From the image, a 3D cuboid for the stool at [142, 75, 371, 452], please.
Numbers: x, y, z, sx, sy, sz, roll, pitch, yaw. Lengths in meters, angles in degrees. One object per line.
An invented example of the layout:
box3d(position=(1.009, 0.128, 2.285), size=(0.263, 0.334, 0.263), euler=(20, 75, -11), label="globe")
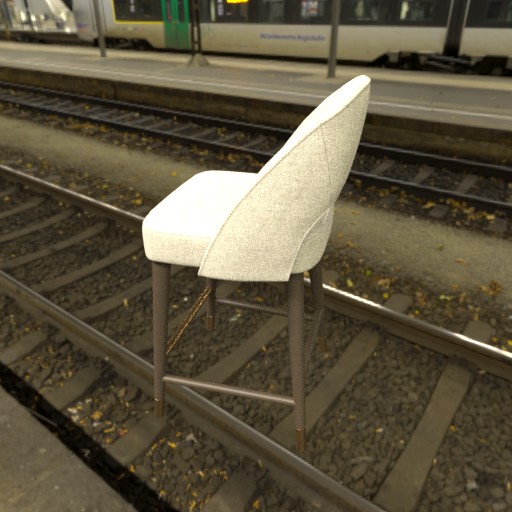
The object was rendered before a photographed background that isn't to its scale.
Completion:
box3d(position=(0.000, 0.000, 1.229), size=(0.509, 0.940, 0.494), euler=(8, 30, 14), label="stool")
